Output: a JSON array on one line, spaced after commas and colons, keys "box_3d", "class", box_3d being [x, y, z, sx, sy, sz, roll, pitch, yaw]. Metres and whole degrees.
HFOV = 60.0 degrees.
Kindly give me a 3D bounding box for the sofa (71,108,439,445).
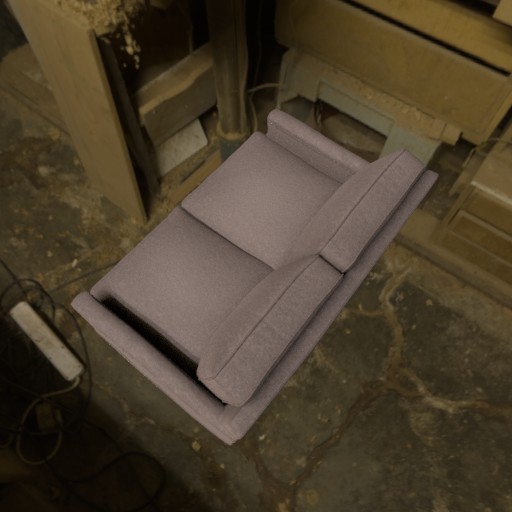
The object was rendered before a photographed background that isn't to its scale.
[{"box_3d": [0.000, 0.000, 2.312, 1.084, 1.003, 1.597, 35, 68, 16], "class": "sofa"}]
